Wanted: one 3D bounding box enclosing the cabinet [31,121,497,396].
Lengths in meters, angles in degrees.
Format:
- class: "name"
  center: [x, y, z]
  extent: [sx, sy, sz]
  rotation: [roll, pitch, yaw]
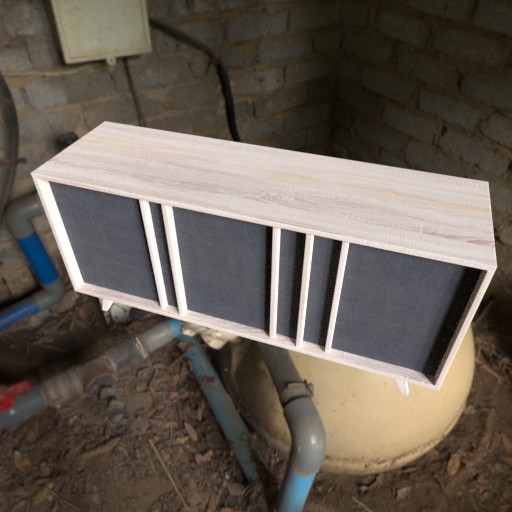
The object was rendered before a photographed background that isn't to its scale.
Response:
- class: "cabinet"
  center: [0.000, 0.000, 1.921]
  extent: [1.650, 0.780, 0.500]
  rotation: [13, 42, 14]
